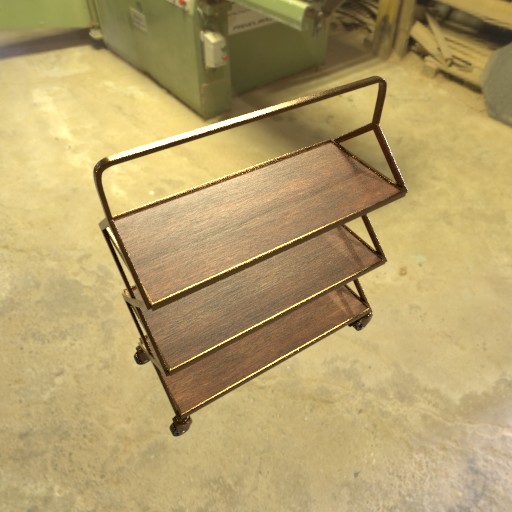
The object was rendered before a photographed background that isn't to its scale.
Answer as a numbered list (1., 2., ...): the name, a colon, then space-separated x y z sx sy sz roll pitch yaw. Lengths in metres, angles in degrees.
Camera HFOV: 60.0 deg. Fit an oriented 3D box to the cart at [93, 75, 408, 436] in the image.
1. cart: 0.000 0.000 1.167 0.723 0.805 0.313 -24 50 -22
